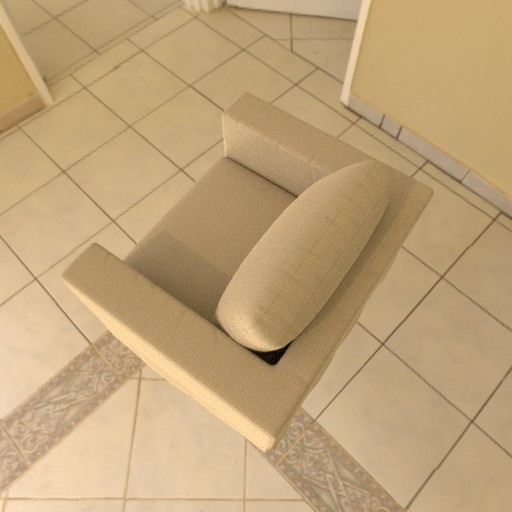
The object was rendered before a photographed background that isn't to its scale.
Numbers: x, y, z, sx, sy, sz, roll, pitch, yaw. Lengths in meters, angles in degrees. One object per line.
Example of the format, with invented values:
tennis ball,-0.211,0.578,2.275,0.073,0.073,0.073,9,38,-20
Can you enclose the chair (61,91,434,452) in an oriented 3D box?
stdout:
chair,0.000,0.000,1.825,0.957,0.878,1.150,32,68,15
